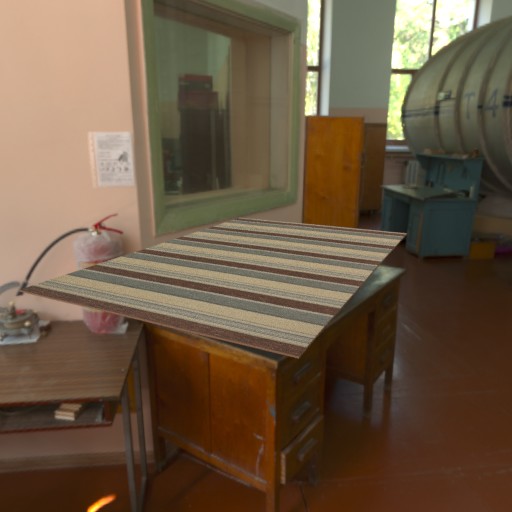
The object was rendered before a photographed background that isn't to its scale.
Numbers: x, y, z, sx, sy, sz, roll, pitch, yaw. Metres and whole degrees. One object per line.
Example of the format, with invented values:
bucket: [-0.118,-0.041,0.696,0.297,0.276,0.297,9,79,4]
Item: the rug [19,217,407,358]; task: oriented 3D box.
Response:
rug: [0.000,0.000,2.302,1.219,0.008,1.829,8,17,26]
